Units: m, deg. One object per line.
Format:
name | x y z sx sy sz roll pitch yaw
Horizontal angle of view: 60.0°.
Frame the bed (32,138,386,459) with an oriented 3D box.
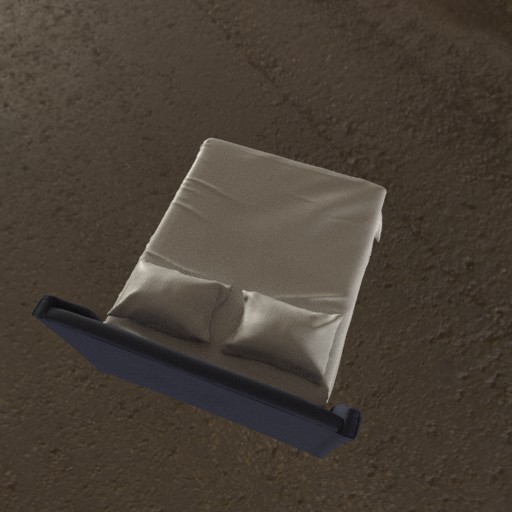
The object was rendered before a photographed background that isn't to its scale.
bed | 0.000 0.000 3.421 1.925 1.332 2.276 18 63 10
